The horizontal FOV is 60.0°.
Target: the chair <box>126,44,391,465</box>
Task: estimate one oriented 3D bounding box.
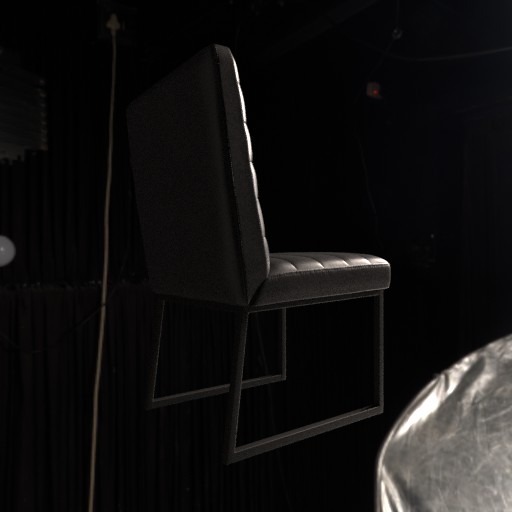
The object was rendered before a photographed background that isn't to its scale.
[{"bbox_3d":[0.000,0.000,1.323,0.634,0.930,0.520,0,0,-37],"label":"chair"}]
